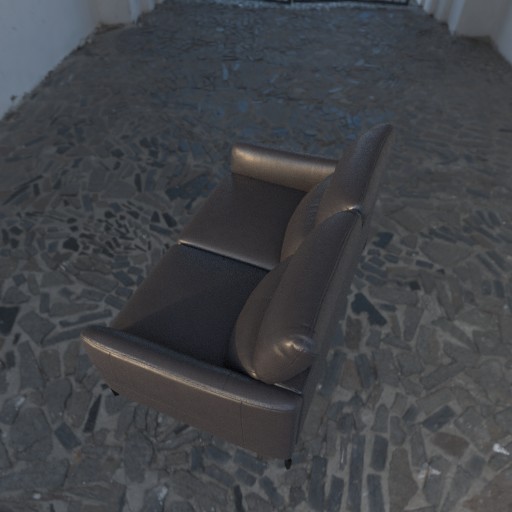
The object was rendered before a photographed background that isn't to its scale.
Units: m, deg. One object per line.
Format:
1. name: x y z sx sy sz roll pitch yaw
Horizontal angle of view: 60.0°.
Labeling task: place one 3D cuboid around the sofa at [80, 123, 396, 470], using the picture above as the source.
1. sofa: 0.000 0.000 2.183 0.958 0.920 1.596 16 49 15
